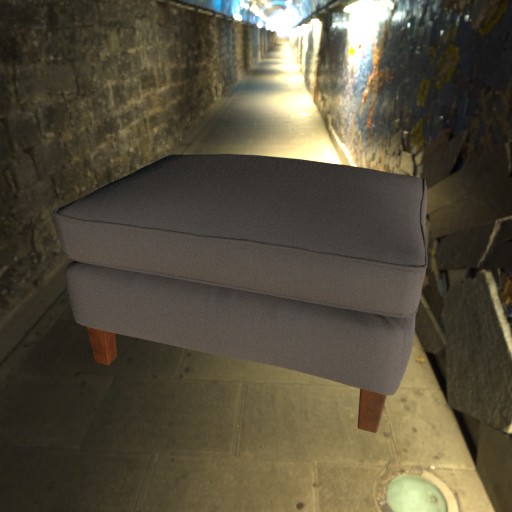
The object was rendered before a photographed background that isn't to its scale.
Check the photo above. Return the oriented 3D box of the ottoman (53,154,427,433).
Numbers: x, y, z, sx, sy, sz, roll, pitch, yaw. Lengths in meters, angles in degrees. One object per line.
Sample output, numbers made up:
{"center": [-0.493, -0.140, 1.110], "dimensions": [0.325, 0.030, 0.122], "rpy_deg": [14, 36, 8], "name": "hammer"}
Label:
{"center": [0.000, 0.000, 0.986], "dimensions": [0.686, 0.406, 0.508], "rpy_deg": [9, 28, 17], "name": "ottoman"}
